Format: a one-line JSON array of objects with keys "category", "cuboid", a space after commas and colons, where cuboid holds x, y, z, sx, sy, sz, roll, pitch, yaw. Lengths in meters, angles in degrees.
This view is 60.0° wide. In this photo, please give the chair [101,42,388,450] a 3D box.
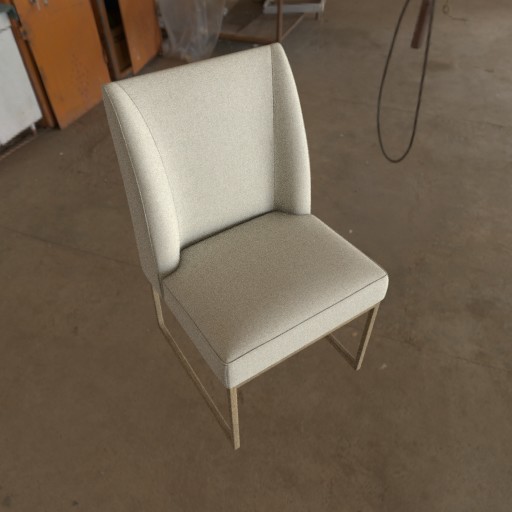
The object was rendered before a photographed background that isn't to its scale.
[{"category": "chair", "cuboid": [0.000, 0.000, 1.181, 0.508, 0.863, 0.522, -25, 49, -23]}]
